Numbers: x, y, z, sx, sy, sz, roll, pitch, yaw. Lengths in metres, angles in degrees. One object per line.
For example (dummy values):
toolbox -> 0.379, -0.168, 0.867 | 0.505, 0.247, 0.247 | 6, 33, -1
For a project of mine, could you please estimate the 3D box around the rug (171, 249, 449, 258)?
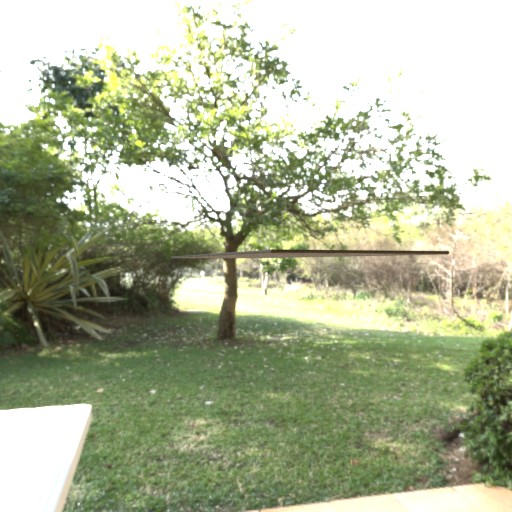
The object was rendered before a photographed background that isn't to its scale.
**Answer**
rug -> 0.000, 0.000, 2.527 | 0.661, 0.013, 2.297 | 0, -1, -18
